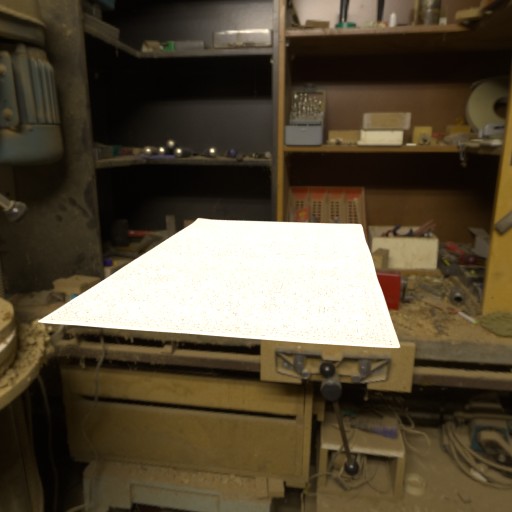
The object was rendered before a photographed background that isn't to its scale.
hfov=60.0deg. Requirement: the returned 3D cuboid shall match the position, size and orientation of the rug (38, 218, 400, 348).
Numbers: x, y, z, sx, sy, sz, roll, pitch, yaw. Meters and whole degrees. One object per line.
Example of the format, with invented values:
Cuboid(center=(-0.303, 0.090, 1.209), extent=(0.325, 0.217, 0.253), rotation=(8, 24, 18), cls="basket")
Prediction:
Cuboid(center=(0.000, 0.000, 2.948), extent=(1.518, 0.023, 2.434), rotation=(3, 16, 9), cls="rug")
